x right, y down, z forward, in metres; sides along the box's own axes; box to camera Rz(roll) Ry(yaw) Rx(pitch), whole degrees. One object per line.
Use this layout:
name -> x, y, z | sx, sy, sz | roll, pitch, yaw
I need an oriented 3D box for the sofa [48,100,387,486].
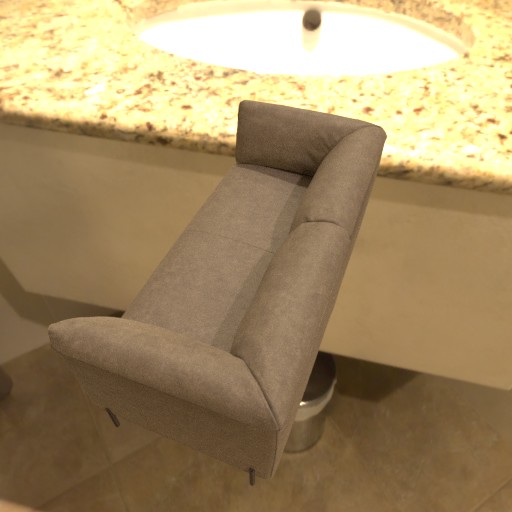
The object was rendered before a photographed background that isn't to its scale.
sofa -> 0.000, 0.000, 2.279 | 0.905, 0.747, 1.878 | 16, 49, 15
